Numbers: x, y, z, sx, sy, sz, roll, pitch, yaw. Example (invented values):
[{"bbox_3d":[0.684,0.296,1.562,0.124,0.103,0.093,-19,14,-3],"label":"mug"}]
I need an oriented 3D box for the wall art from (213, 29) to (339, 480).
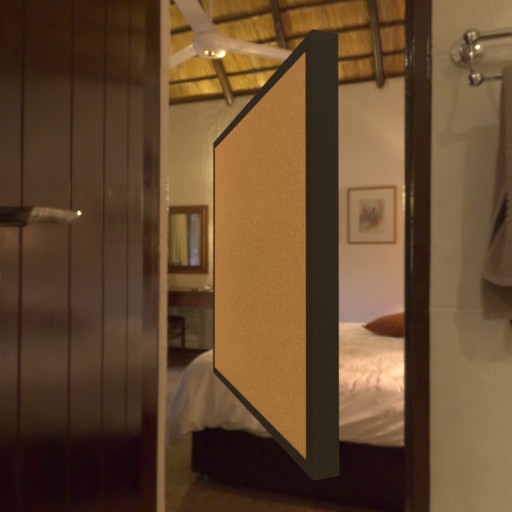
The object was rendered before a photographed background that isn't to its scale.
[{"bbox_3d":[0.000,0.000,0.744,0.033,0.507,0.508,0,-1,-18],"label":"wall art"}]
